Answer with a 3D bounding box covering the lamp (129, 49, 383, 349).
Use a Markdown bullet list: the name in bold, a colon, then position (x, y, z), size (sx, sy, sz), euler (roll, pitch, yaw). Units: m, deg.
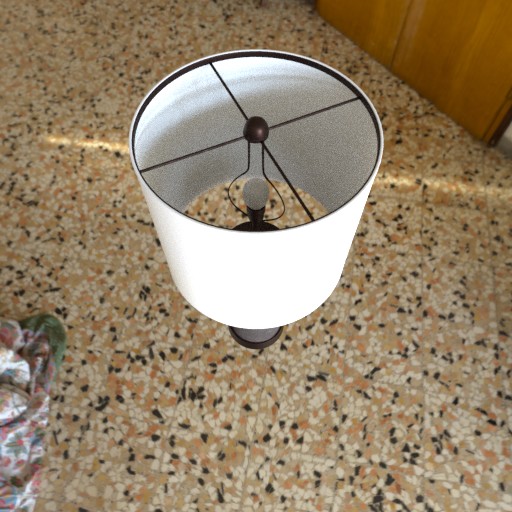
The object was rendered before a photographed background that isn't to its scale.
- **lamp**: position (0.000, 0.000, 0.788), size (0.301, 0.630, 0.301), euler (17, 61, 10)
